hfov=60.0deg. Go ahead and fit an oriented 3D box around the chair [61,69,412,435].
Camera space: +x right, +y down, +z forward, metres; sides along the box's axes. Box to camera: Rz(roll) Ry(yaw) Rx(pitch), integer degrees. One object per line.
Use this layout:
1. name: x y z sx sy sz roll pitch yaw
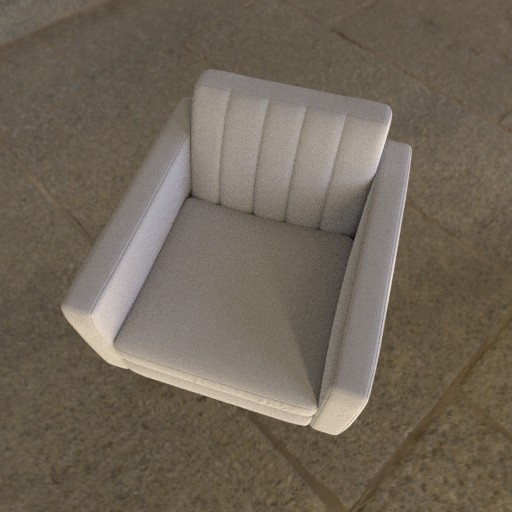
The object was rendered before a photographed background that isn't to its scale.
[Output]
1. chair: 0.000 0.000 1.651 0.953 0.819 0.998 15 60 9
